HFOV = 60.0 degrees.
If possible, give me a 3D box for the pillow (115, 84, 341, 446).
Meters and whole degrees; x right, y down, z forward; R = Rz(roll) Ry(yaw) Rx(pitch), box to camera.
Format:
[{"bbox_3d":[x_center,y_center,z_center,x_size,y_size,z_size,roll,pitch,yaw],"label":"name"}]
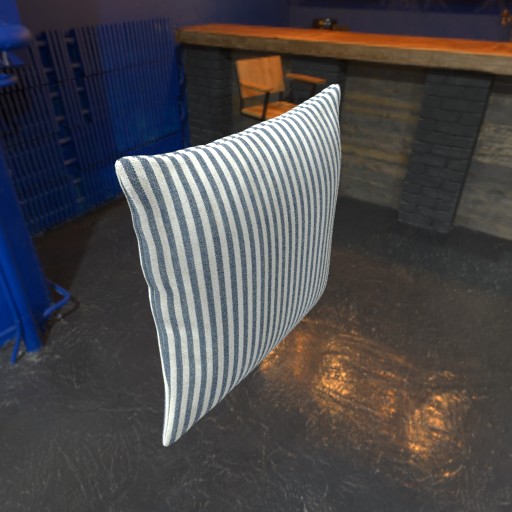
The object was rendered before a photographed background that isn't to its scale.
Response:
[{"bbox_3d":[0.000,0.000,0.793,0.166,0.510,0.523,21,38,30],"label":"pillow"}]
